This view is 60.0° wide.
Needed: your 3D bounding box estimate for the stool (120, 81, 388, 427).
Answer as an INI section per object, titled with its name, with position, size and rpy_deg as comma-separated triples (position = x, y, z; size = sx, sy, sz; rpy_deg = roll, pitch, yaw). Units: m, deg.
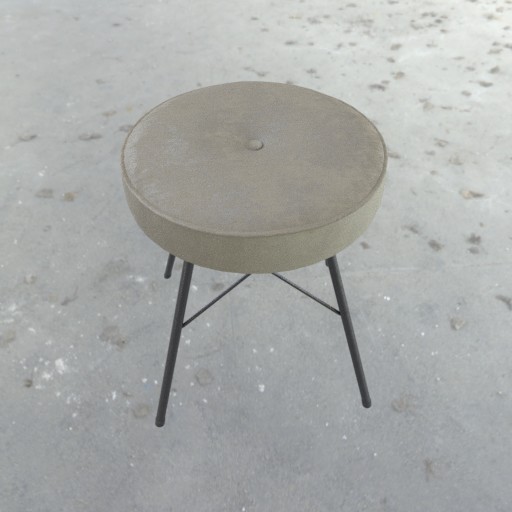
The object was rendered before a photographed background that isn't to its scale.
[stool]
position = 0.000, 0.000, 0.868
size = 0.457, 0.538, 0.423
rpy_deg = -4, 48, -4
